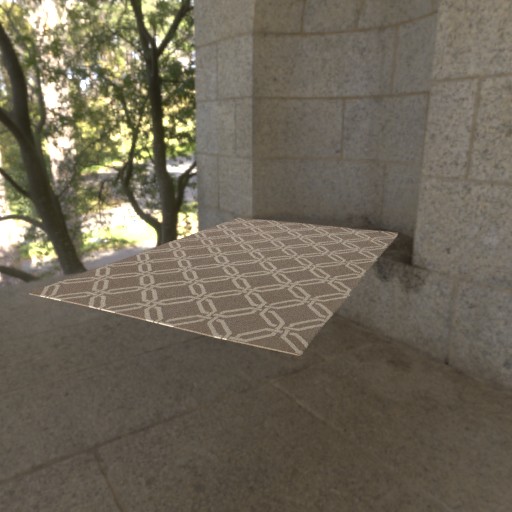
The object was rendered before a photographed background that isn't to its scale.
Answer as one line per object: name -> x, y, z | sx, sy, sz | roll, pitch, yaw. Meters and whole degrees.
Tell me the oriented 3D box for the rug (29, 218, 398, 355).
rug -> 0.000, 0.000, 2.244 | 1.142, 0.010, 1.748 | 8, 17, 25
